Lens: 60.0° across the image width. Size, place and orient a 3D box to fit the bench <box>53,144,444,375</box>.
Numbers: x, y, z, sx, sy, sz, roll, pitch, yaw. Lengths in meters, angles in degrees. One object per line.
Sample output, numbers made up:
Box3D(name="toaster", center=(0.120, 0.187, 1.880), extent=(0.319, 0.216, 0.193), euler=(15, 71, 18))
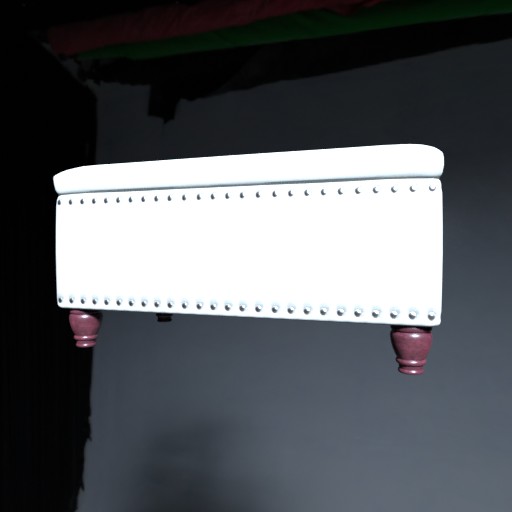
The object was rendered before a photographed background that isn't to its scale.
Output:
Box3D(name="bench", center=(0.000, 0.000, 1.182), extent=(0.887, 0.449, 0.500), euler=(0, 1, 18))
